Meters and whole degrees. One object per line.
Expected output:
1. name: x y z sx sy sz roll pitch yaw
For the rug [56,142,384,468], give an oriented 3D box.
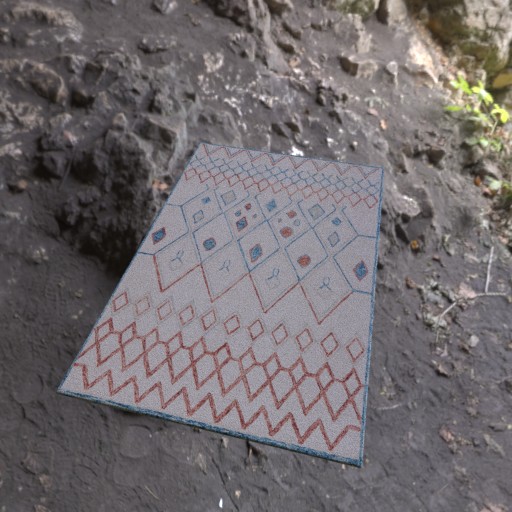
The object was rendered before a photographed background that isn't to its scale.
1. rug: 0.000 0.000 2.285 1.219 0.016 1.829 10 48 9
